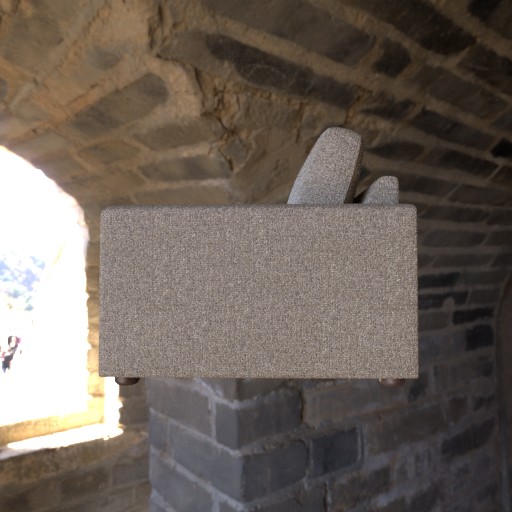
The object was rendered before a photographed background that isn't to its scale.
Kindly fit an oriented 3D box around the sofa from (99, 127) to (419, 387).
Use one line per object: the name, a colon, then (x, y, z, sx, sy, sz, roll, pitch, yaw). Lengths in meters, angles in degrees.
sofa: (0.000, 0.000, 2.153, 1.016, 0.873, 1.616, 0, -2, 1)
